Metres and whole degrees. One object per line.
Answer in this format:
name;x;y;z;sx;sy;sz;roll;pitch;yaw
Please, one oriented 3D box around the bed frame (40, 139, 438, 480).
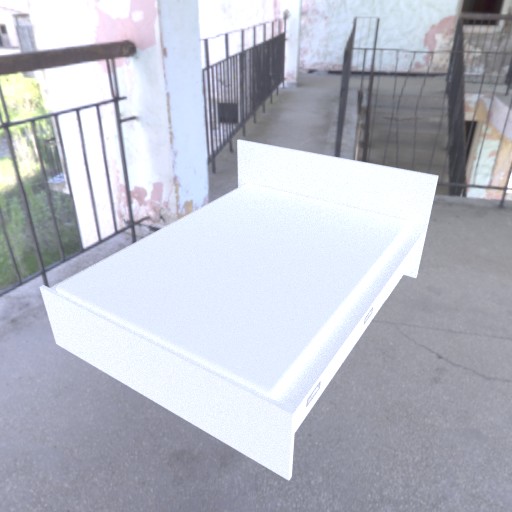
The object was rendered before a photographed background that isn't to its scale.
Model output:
bed frame;0.000;0.000;2.822;1.622;0.800;1.960;18;35;28
